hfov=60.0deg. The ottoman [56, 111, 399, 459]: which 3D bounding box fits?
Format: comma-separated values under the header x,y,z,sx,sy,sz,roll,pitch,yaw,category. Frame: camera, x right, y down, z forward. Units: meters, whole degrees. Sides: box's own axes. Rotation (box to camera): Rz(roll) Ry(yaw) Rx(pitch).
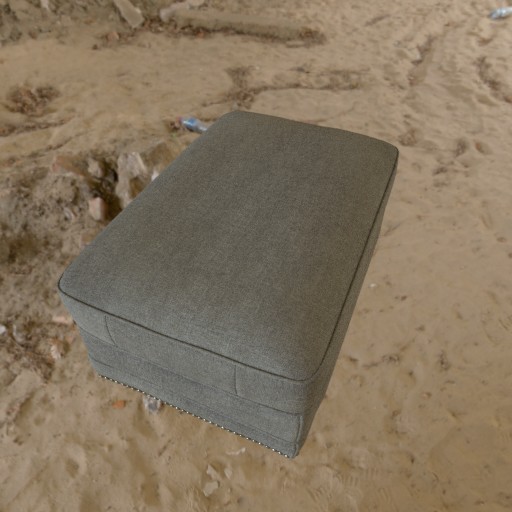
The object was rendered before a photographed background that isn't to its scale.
x,y,z,sx,sy,sz,roll,pitch,yaw,category
0.000,0.000,1.164,0.561,0.457,0.813,17,49,16,ottoman
